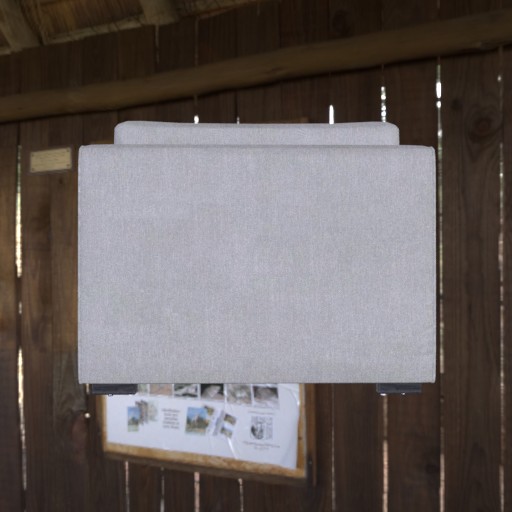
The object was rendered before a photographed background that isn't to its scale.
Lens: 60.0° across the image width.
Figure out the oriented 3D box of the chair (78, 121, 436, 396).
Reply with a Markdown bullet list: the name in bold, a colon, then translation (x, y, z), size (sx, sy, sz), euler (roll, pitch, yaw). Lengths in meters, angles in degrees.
- **chair**: translation (0.000, 0.000, 1.970), size (1.270, 0.974, 1.043), euler (0, 0, -1)
